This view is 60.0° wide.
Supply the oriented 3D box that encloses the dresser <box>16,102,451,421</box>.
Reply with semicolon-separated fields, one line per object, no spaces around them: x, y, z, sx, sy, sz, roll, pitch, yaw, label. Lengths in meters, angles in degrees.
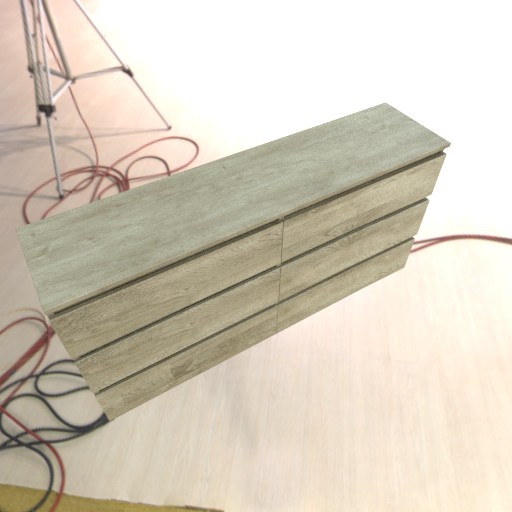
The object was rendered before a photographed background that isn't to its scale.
0.000;0.000;1.890;1.590;0.795;0.390;-24;52;-21;dresser
